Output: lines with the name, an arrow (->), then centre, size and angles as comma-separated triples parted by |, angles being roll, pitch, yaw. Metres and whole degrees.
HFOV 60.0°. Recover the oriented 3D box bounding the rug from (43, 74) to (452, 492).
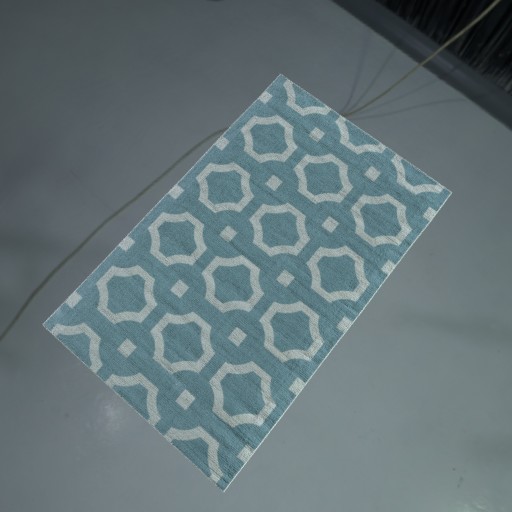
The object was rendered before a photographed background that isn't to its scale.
rug -> 0.000, 0.000, 2.956 | 1.528, 0.015, 2.443 | 38, 78, 10
